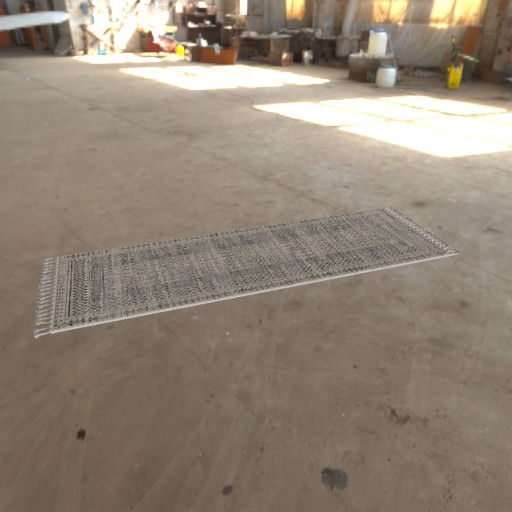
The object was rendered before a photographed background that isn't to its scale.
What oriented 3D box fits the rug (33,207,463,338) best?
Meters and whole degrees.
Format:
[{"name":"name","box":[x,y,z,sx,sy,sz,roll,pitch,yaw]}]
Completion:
[{"name":"rug","box":[0.000,0.000,2.723,2.480,0.013,0.786,-10,31,-16]}]
